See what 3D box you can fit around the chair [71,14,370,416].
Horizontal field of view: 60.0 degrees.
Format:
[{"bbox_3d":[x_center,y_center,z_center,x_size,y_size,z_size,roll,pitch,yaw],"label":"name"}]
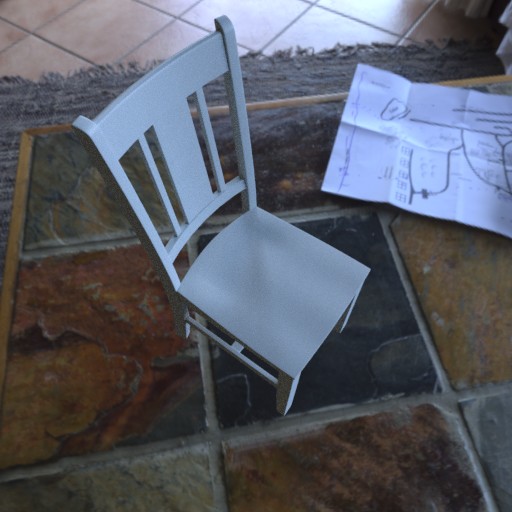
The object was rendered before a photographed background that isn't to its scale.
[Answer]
[{"bbox_3d":[0.000,0.000,1.244,0.555,0.998,0.450,32,63,18],"label":"chair"}]
